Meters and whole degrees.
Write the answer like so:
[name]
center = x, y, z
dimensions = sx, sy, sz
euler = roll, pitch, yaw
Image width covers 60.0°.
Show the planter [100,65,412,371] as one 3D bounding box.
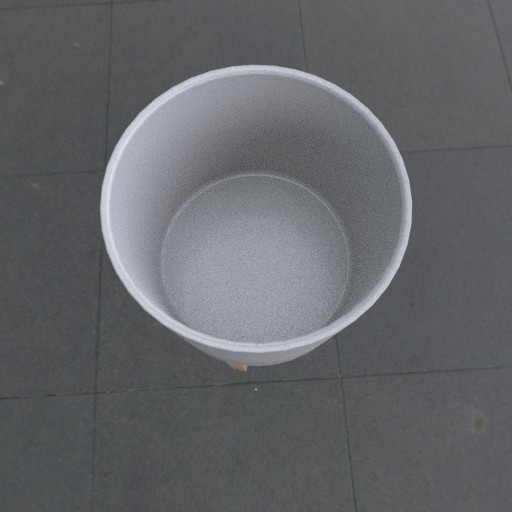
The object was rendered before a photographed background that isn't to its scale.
[planter]
center = 0.000, 0.000, 0.517
dimensions = 0.249, 0.343, 0.249
euler = 0, 73, 0
